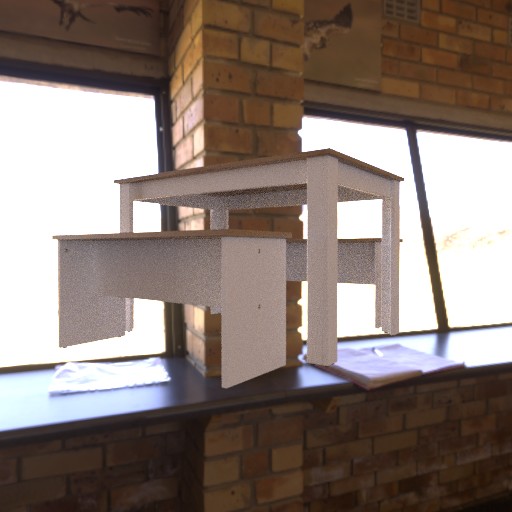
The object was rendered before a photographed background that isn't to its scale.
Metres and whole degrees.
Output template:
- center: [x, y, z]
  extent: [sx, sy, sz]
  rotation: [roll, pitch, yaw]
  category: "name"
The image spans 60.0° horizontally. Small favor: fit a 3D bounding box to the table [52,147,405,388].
- center: [0.000, 0.000, 2.009]
  extent: [1.100, 0.700, 1.443]
  rotation: [1, 1, 36]
  category: "table"
